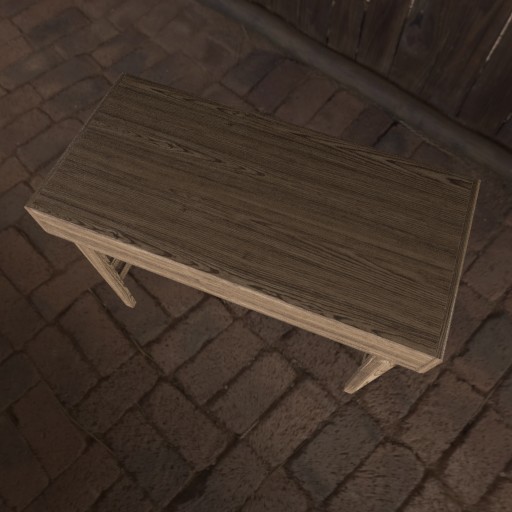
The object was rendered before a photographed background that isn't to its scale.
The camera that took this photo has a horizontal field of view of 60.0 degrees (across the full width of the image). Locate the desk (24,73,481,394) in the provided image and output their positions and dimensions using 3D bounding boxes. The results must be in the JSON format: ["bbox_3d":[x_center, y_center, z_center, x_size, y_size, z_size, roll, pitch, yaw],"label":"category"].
[{"bbox_3d":[0.000,0.000,1.476,1.067,0.755,0.508,20,66,9],"label":"desk"}]
